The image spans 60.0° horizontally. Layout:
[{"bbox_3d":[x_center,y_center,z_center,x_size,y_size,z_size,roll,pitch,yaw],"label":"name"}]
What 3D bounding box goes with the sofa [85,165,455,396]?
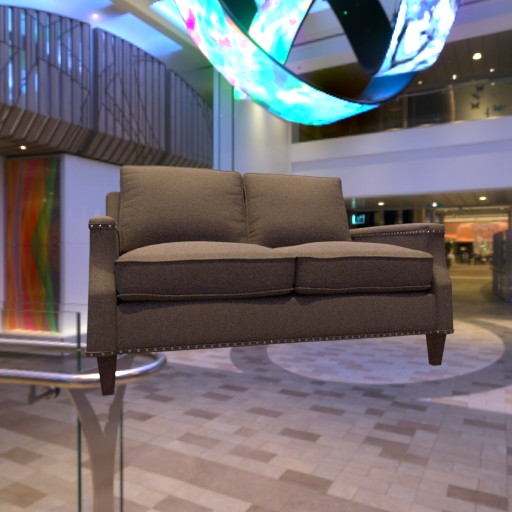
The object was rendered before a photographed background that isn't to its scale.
[{"bbox_3d":[0.000,0.000,2.292,1.597,1.003,1.084,0,1,-17],"label":"sofa"}]
